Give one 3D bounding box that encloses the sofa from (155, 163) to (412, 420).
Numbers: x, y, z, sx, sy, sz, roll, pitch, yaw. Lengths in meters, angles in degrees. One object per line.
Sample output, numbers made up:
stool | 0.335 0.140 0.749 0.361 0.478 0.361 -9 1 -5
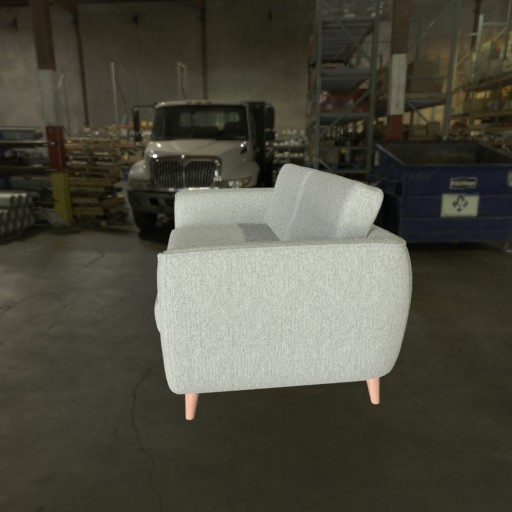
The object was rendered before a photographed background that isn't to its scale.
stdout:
sofa | 0.000 0.000 2.246 0.920 0.850 1.700 -2 15 -8
